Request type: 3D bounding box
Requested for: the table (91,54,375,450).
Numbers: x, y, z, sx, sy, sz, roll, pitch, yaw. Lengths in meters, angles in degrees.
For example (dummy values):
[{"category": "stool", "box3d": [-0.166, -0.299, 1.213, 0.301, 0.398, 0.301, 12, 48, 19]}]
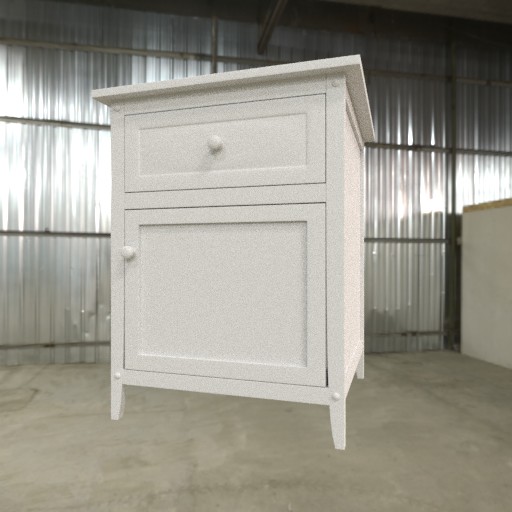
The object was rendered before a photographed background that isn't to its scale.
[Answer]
[{"category": "table", "box3d": [0.000, 0.000, 0.768, 0.381, 0.483, 0.381, 0, 0, 18]}]
